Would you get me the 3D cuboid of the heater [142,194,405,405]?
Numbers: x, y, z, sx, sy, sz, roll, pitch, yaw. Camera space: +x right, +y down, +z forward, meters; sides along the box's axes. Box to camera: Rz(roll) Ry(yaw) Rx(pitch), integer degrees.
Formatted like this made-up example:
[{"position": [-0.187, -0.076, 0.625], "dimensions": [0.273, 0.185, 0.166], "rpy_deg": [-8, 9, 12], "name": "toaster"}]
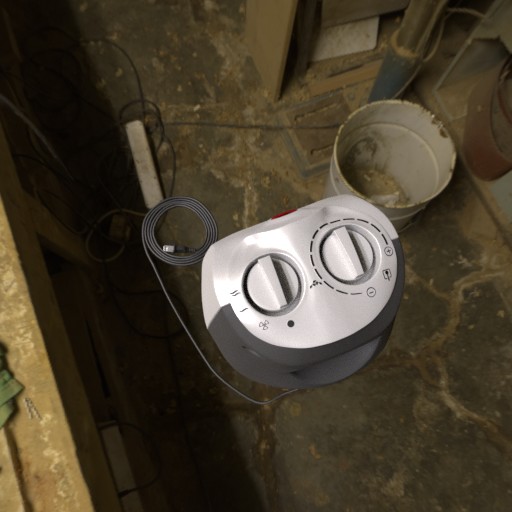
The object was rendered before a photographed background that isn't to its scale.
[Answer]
[{"position": [0.000, 0.000, 0.451], "dimensions": [0.239, 0.240, 0.291], "rpy_deg": [-21, 76, -5], "name": "heater"}]
